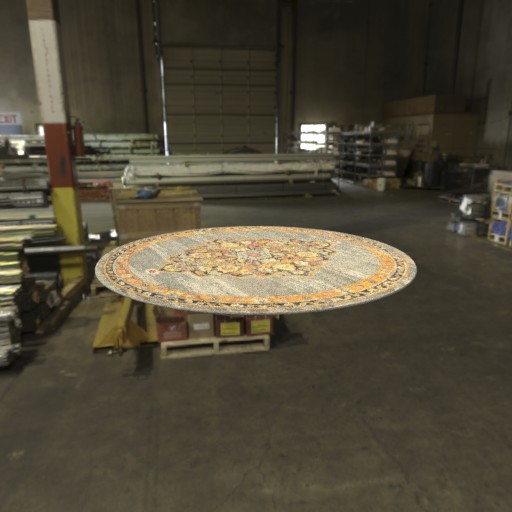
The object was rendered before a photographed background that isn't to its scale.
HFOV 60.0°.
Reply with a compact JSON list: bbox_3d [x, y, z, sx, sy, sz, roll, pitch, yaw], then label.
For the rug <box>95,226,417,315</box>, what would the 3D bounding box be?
[{"bbox_3d":[0.000,0.000,2.331,1.598,0.010,1.598,0,15,0],"label":"rug"}]
